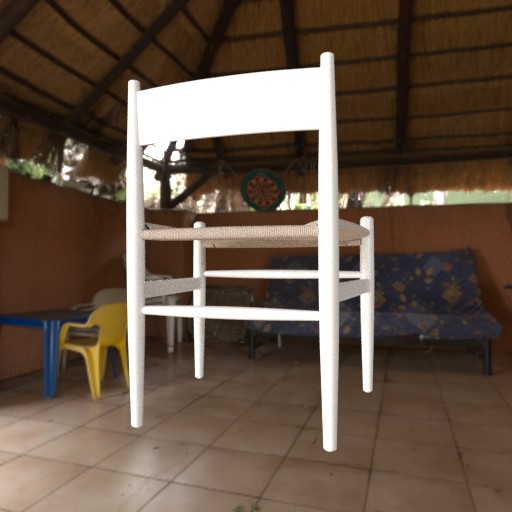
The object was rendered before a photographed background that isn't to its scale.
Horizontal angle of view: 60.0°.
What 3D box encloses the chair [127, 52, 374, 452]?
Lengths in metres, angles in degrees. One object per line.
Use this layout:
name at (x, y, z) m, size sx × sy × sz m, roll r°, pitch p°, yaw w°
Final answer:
chair at (0.000, 0.000, 1.116) m, size 0.556 × 0.762 × 0.495 m, roll 0°, pitch -1°, yaw 17°
